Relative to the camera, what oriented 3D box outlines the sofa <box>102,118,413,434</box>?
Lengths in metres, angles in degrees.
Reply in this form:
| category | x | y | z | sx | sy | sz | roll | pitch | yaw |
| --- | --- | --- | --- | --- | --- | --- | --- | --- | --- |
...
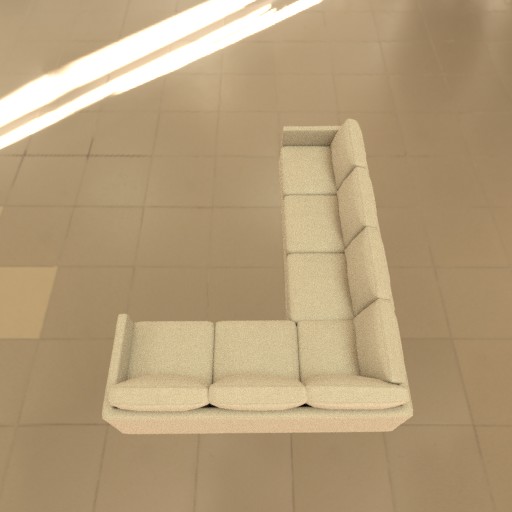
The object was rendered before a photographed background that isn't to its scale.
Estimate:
| category | x | y | z | sx | sy | sz | roll | pitch | yaw |
| --- | --- | --- | --- | --- | --- | --- | --- | --- | --- |
| sofa | 0.000 | 0.000 | 4.556 | 2.522 | 0.934 | 3.333 | 0 | 58 | 0 |
